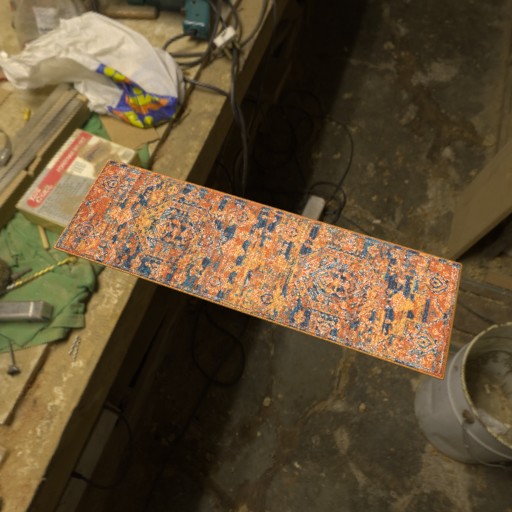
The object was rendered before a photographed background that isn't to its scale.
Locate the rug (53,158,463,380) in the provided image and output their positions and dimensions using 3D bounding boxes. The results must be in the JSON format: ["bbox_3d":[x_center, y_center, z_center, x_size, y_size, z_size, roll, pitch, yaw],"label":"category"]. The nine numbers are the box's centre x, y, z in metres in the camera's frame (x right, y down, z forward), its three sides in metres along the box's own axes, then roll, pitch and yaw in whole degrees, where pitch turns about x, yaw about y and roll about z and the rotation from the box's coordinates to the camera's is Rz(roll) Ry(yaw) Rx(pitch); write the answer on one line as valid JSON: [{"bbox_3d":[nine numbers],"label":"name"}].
[{"bbox_3d":[0.000,0.000,2.054,1.820,0.013,0.556,18,65,8],"label":"rug"}]
